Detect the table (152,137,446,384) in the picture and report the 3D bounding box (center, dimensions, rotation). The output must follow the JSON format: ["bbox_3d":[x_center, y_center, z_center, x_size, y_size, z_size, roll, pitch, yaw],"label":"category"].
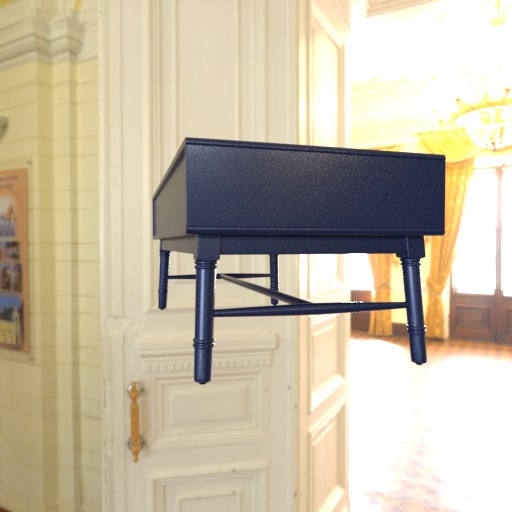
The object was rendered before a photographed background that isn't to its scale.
[{"bbox_3d":[0.000,0.000,1.384,0.572,0.457,1.067,0,2,-16],"label":"table"}]
